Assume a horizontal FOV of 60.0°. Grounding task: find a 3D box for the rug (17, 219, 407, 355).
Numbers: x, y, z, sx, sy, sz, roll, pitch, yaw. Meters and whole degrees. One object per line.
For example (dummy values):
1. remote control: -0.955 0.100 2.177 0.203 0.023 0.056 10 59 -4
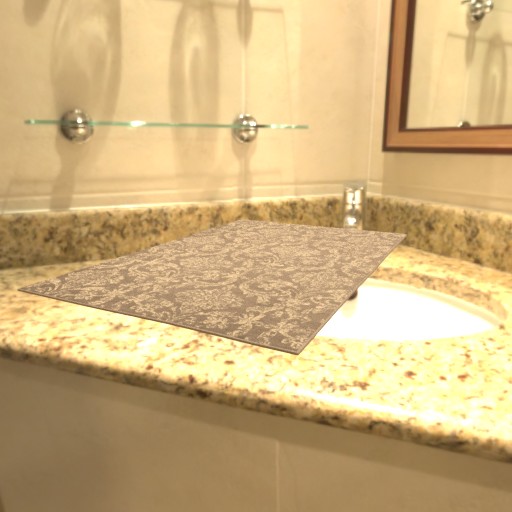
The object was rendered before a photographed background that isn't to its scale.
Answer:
1. rug: 0.000 0.000 3.439 1.819 0.018 2.746 7 16 26
